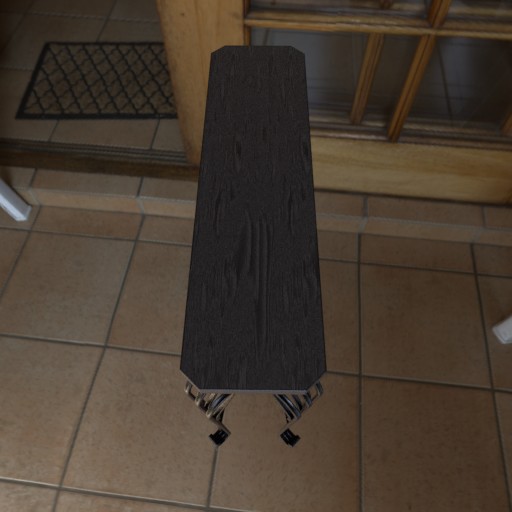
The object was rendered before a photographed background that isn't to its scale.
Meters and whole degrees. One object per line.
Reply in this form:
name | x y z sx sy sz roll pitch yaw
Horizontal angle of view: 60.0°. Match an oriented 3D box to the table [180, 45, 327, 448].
table | 0.000 0.000 1.475 0.329 0.800 1.112 1 60 0
